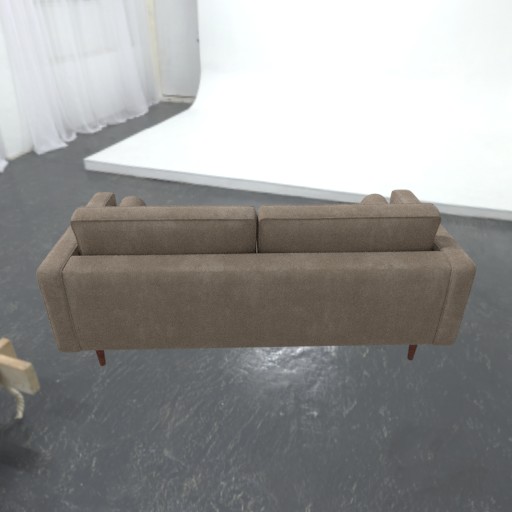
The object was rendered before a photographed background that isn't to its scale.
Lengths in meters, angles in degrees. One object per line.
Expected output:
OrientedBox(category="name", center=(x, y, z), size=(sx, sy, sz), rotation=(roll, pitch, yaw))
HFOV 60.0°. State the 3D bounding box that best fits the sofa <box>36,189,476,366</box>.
OrientedBox(category="sofa", center=(0.000, 0.000, 2.319), size=(1.883, 0.769, 0.920), rotation=(-1, 30, -1))
